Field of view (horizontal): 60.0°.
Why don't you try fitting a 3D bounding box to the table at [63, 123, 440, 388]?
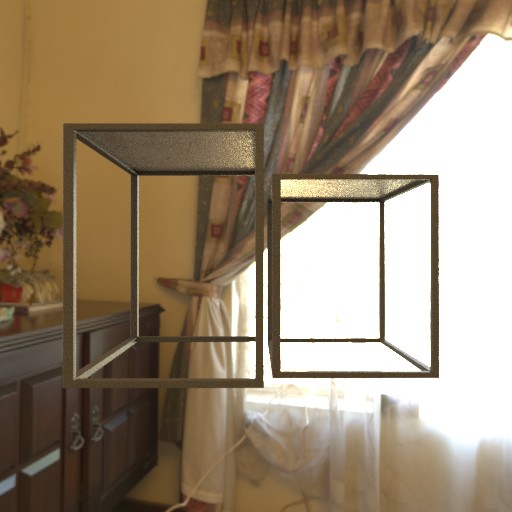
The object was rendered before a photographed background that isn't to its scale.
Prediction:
[{"bbox_3d":[0.000,0.000,1.158,0.788,0.540,0.508,0,0,0],"label":"table"}]
